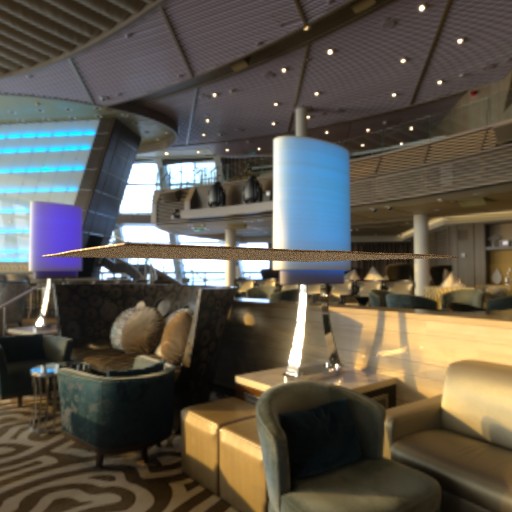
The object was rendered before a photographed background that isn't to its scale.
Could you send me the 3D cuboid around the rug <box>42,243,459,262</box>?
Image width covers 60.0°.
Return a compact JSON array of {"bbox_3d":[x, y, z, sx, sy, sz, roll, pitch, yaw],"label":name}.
[{"bbox_3d":[0.000,0.000,2.212,1.761,0.013,1.152,2,-3,-36],"label":"rug"}]
